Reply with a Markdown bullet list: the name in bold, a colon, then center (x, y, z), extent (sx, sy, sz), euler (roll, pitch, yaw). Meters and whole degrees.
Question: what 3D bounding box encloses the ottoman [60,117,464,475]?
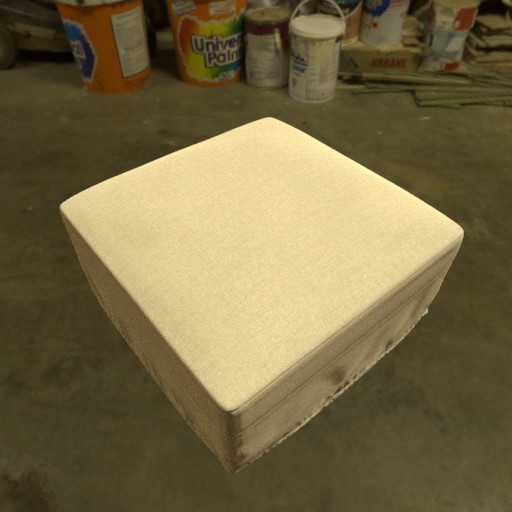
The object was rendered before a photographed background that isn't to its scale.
- **ottoman**: center (0.000, 0.000, 1.349), extent (0.840, 0.436, 0.843), euler (-31, 53, -27)
